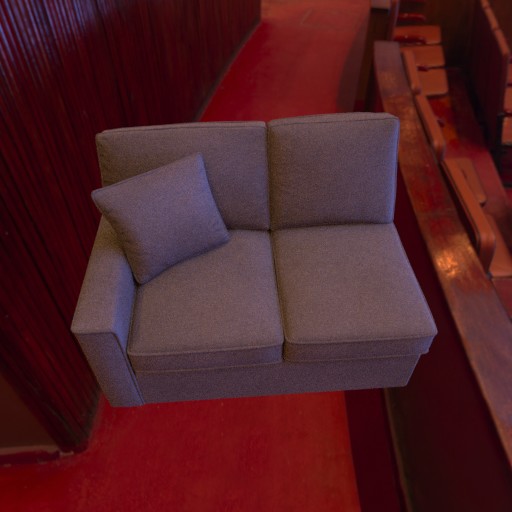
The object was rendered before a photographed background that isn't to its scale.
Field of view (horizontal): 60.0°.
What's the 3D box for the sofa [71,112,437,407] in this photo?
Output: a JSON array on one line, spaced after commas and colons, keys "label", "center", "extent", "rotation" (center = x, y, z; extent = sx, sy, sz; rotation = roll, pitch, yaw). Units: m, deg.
[{"label": "sofa", "center": [0.000, 0.000, 2.029], "extent": [1.388, 0.989, 0.991], "rotation": [-3, 45, -3]}]
